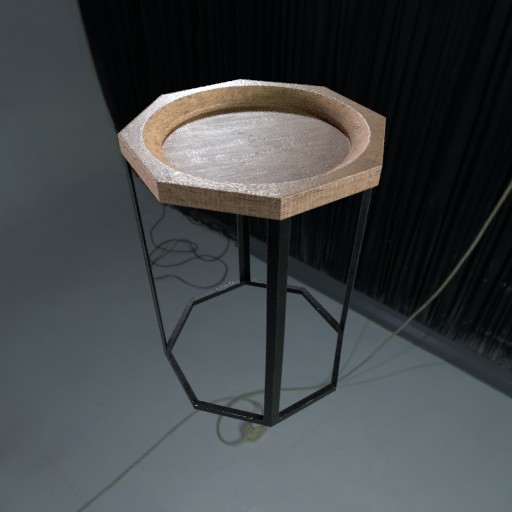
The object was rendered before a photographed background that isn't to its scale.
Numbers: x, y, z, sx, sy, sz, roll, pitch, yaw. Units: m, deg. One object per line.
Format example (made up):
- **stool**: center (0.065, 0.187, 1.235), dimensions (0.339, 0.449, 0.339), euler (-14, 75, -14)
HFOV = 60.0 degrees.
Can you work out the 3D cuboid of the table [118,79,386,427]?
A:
- **table**: center (0.000, 0.000, 0.894), dimensions (0.437, 0.553, 0.437), euler (26, 47, 27)
